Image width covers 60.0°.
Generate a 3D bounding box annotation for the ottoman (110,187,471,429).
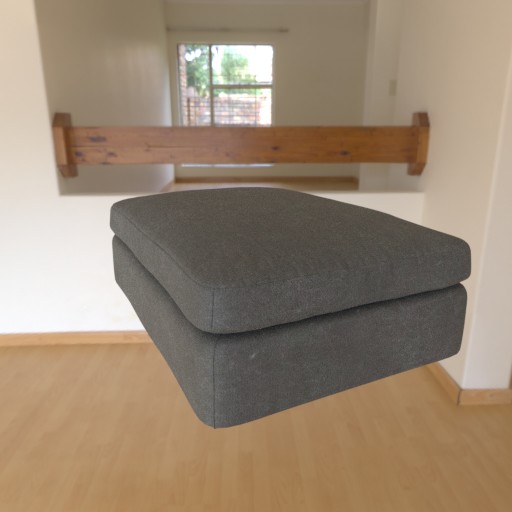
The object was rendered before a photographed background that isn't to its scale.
[{"bbox_3d":[0.000,0.000,1.600,0.840,0.429,1.199,-8,18,-26],"label":"ottoman"}]
